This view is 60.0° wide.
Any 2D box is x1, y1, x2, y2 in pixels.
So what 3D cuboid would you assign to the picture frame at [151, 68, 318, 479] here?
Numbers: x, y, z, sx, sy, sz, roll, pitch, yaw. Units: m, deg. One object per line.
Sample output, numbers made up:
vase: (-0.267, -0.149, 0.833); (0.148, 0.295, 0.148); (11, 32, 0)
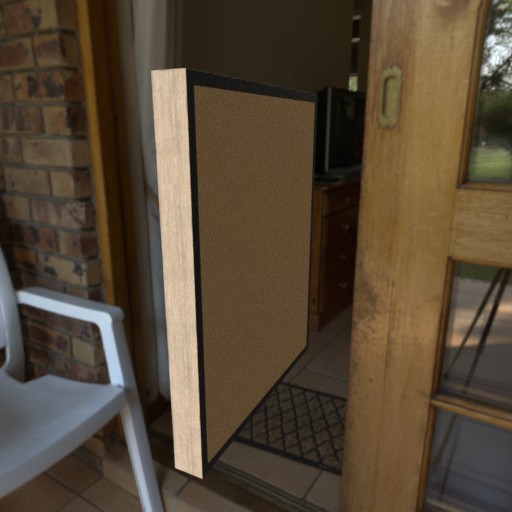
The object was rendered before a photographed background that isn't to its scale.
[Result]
picture frame: (0.000, 0.000, 0.729); (0.046, 0.526, 0.421); (8, 18, 26)
